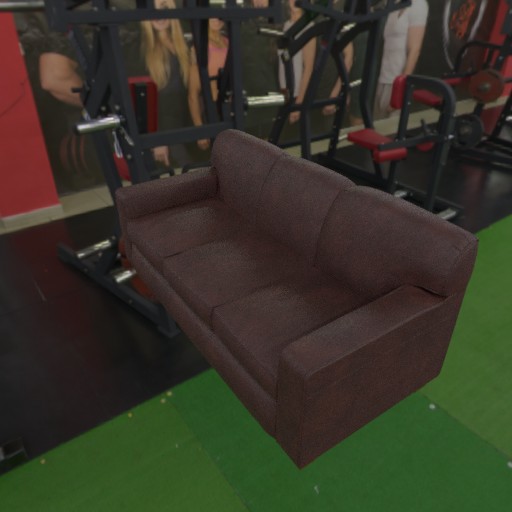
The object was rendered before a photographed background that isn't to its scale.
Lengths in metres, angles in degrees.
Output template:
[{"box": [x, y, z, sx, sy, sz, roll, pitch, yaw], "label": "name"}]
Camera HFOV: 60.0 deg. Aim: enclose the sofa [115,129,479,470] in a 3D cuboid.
[{"box": [0.000, 0.000, 2.569, 1.008, 0.953, 2.039, -20, 37, -29], "label": "sofa"}]
